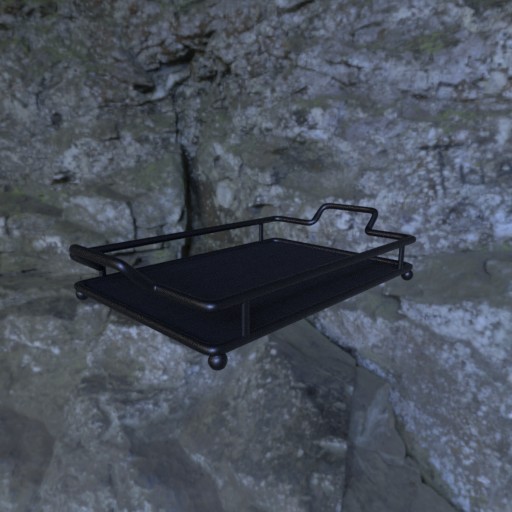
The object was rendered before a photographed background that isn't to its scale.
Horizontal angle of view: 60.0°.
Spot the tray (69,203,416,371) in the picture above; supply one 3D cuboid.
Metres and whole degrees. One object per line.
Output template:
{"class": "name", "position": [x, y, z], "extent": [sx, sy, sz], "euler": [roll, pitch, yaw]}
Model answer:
{"class": "tray", "position": [0.000, 0.000, 0.641], "extent": [0.297, 0.101, 0.495], "euler": [13, 19, 42]}
